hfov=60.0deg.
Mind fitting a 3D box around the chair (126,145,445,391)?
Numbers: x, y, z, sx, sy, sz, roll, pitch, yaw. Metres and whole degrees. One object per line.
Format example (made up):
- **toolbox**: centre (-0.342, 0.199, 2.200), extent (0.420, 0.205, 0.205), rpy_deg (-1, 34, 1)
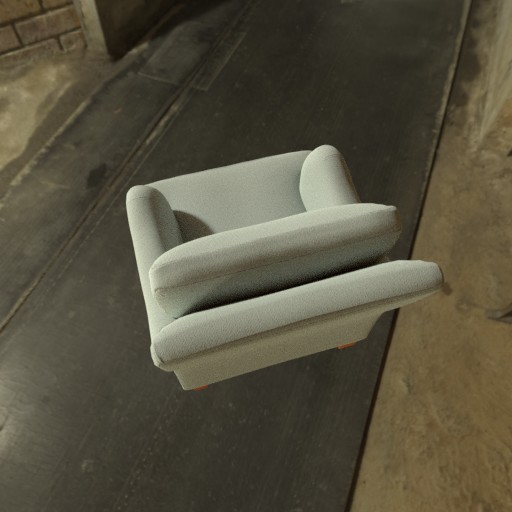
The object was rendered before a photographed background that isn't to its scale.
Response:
- **chair**: centre (0.000, 0.000, 1.897), extent (0.955, 1.038, 1.070), rpy_deg (-14, 59, -9)
